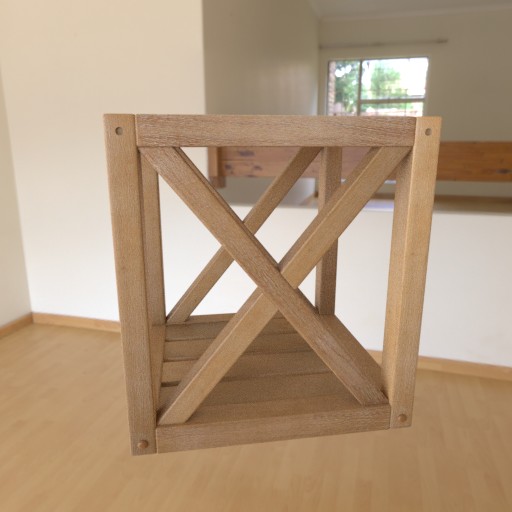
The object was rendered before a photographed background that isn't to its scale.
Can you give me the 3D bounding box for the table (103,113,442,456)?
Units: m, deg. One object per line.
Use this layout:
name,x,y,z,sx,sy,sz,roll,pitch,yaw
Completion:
table,0.000,0.000,1.050,0.559,0.610,0.558,-2,15,-9
